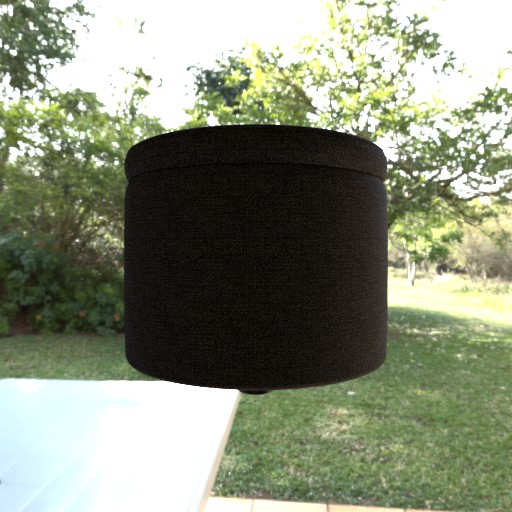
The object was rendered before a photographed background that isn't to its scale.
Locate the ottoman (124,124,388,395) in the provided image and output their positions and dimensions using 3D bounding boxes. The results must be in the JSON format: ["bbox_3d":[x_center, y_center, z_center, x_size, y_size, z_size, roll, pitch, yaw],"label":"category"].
[{"bbox_3d":[0.000,0.000,0.911,0.520,0.430,0.520,0,1,0],"label":"ottoman"}]
